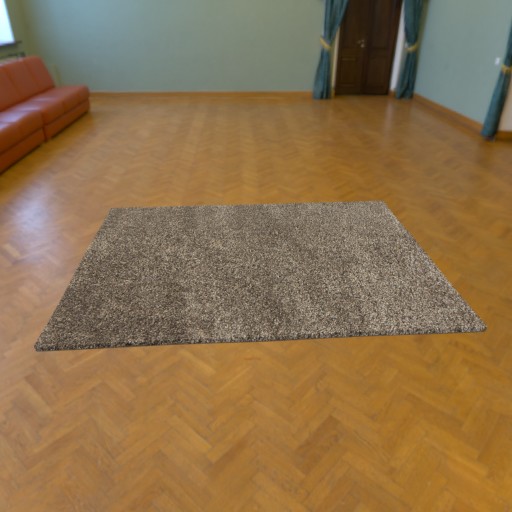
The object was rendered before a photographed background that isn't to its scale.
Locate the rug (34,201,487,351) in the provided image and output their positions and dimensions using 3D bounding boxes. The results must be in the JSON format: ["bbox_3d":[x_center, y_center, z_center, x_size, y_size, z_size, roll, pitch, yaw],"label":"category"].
[{"bbox_3d":[0.000,0.000,2.080,1.601,0.025,1.198,-2,29,-3],"label":"rug"}]
